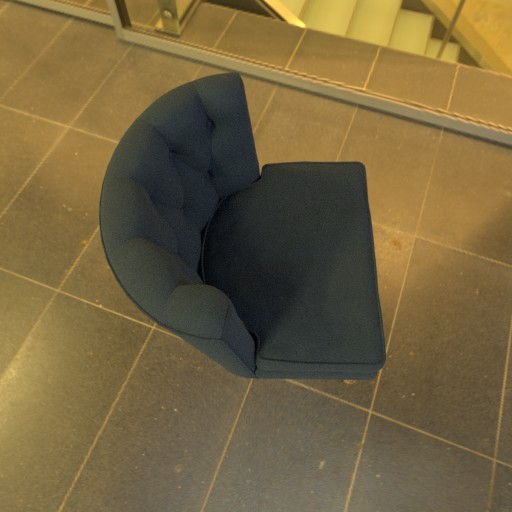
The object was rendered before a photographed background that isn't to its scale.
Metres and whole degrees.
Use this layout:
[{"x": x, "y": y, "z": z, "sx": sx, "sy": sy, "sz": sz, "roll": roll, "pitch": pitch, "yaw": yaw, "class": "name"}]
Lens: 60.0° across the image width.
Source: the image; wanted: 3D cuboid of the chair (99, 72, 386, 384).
[{"x": 0.000, "y": 0.000, "z": 1.340, "sx": 0.718, "sy": 0.771, "sz": 0.740, "roll": 1, "pitch": 63, "yaw": 1, "class": "chair"}]
